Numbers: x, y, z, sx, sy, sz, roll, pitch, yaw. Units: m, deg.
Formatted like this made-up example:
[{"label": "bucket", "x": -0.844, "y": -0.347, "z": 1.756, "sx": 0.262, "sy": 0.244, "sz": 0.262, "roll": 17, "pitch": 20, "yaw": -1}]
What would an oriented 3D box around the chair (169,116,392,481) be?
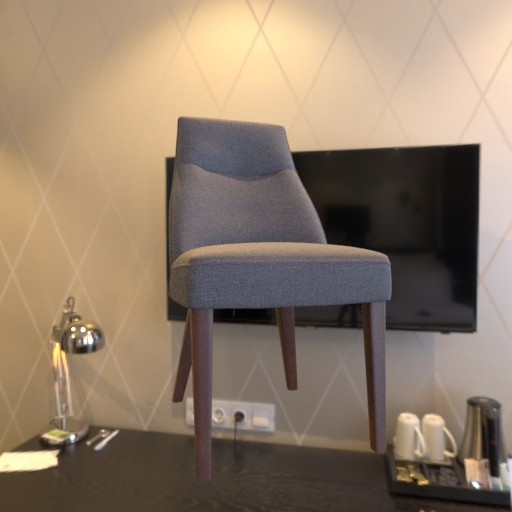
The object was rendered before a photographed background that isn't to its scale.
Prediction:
[{"label": "chair", "x": 0.000, "y": 0.000, "z": 1.274, "sx": 0.500, "sy": 0.930, "sz": 0.620, "roll": 0, "pitch": 1, "yaw": -18}]
